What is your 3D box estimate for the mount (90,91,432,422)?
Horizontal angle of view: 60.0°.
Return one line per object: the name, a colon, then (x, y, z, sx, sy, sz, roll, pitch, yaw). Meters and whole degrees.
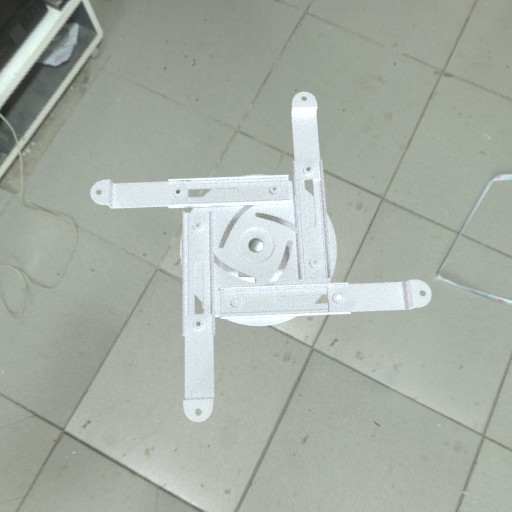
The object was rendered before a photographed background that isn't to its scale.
mount: (0.000, 0.000, 0.587, 0.394, 0.141, 0.394, -2, 76, -1)
